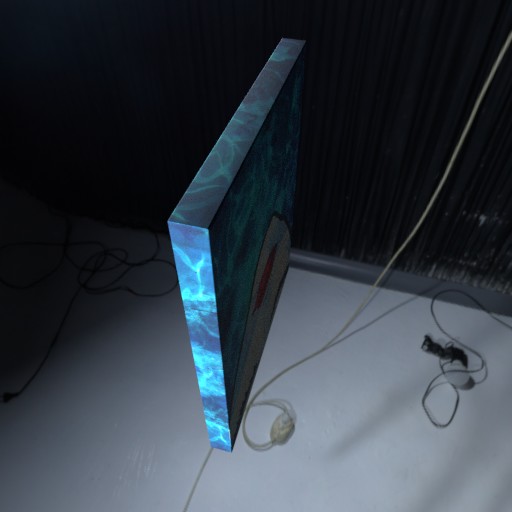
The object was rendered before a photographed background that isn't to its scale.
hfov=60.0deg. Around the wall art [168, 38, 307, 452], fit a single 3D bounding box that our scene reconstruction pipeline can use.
[{"bbox_3d":[0.000,0.000,0.706,0.038,0.508,0.432,11,47,11],"label":"wall art"}]
